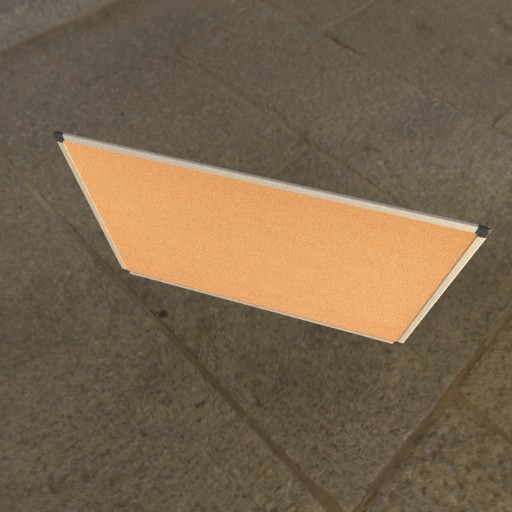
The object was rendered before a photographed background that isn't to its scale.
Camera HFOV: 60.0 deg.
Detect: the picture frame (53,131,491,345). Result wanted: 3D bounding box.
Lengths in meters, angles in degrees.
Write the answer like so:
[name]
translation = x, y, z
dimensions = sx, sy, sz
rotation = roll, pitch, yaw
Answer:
[picture frame]
translation = 0.000, 0.000, 1.129
dimensions = 0.900, 0.600, 0.010
rotation = 14, 59, 8
